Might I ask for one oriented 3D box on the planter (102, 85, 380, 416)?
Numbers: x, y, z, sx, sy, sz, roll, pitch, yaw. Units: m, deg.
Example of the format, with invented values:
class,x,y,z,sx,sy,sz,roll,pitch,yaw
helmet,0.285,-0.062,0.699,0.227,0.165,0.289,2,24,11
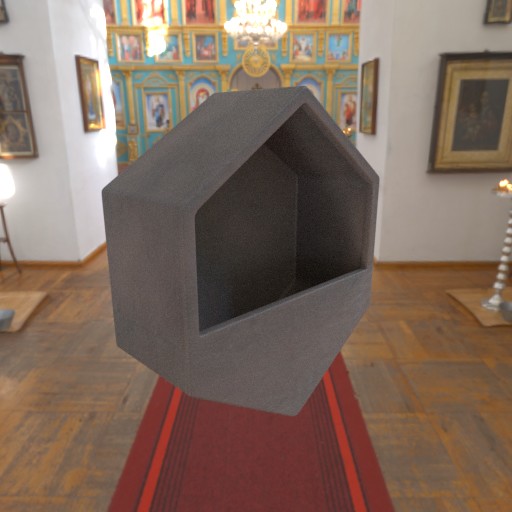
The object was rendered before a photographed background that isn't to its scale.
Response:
class,x,y,z,sx,sy,sz,roll,pitch,yaw
planter,0.000,0.000,0.293,0.169,0.206,0.077,-16,22,-42
